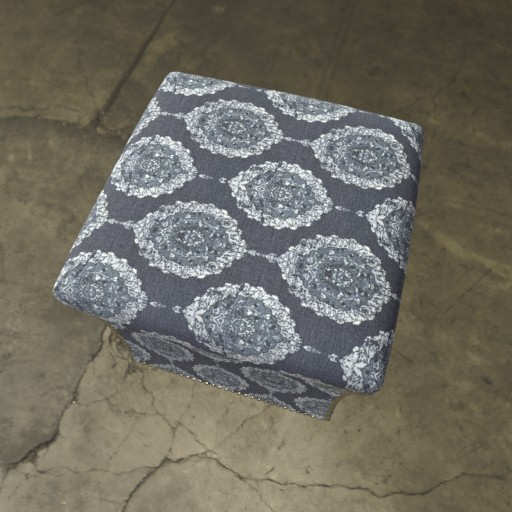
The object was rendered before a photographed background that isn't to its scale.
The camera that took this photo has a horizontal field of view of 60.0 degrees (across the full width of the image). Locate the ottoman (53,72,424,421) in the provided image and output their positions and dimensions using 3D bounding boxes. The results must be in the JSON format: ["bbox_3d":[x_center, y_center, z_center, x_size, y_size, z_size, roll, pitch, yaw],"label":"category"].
[{"bbox_3d":[0.000,0.000,0.893,0.507,0.475,0.497,15,65,7],"label":"ottoman"}]
